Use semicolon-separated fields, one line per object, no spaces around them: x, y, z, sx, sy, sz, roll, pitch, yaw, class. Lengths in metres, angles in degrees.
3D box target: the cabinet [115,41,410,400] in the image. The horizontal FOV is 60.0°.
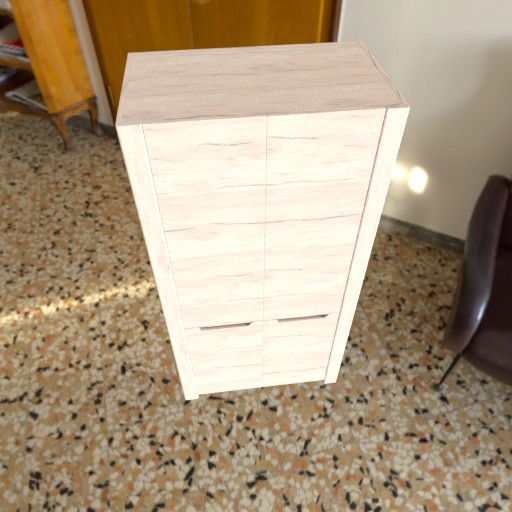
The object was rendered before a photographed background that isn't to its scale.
0.000;0.000;2.350;0.980;1.930;0.580;-5;47;-5;cabinet
